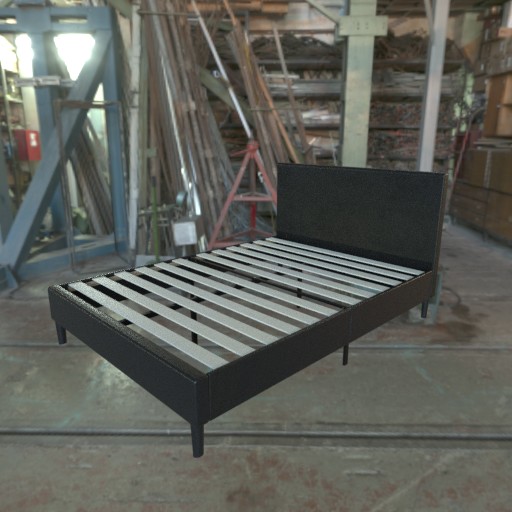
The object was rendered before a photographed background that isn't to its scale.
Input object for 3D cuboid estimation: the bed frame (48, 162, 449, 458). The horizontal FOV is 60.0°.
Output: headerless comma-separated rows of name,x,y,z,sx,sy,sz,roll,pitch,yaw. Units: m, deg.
bed frame,0.000,0.000,3.142,2.318,1.127,1.634,-15,21,-42
